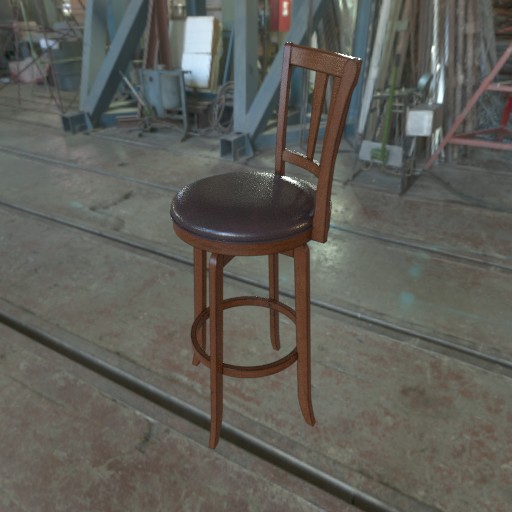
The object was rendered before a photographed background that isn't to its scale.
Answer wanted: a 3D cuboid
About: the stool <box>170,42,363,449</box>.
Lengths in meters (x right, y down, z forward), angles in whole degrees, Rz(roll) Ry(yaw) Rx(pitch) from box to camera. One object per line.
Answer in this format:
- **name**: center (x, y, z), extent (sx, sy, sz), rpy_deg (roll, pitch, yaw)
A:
- **stool**: center (0.000, 0.000, 1.395), extent (0.503, 1.177, 0.464), rpy_deg (-8, 31, -13)
